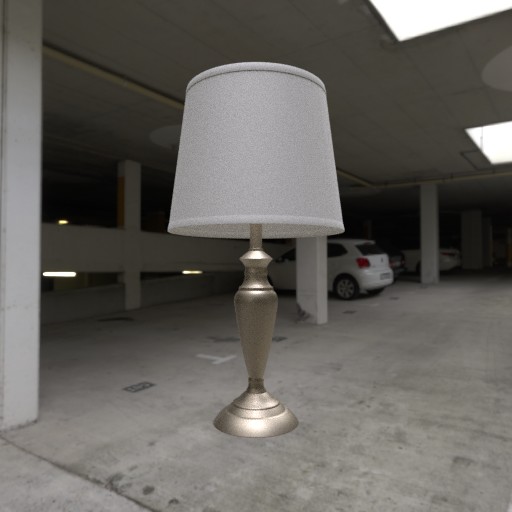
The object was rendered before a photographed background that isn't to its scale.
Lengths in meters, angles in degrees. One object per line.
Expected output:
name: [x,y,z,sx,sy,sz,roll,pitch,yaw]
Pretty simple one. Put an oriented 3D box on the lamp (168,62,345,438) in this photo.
lamp: [0.000,0.000,0.837,0.328,0.619,0.328,0,-2,0]
